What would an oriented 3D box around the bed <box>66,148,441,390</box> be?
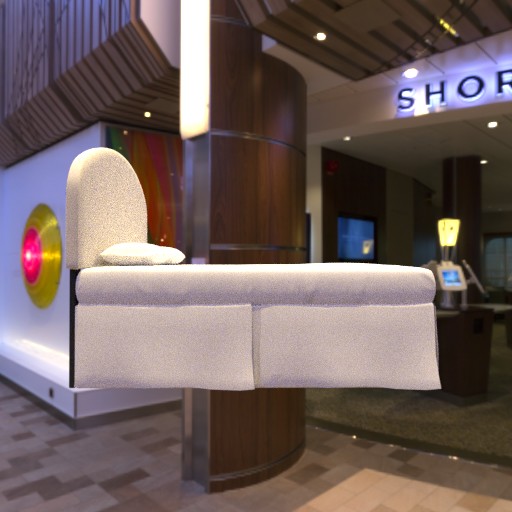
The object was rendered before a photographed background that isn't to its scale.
[{"bbox_3d":[0.000,0.000,3.070,2.005,1.410,1.607,0,-1,-1],"label":"bed"}]
